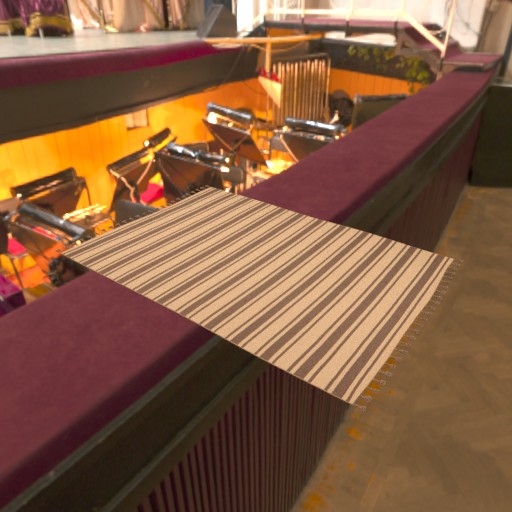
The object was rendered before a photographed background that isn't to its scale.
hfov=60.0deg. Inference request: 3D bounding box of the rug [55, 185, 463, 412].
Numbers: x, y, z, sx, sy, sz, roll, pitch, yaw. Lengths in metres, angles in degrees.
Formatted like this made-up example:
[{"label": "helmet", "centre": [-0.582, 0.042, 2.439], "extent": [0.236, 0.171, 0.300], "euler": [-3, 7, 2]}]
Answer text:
[{"label": "rug", "centre": [0.000, 0.000, 3.908], "extent": [3.040, 0.017, 2.030], "euler": [21, 36, 31]}]
